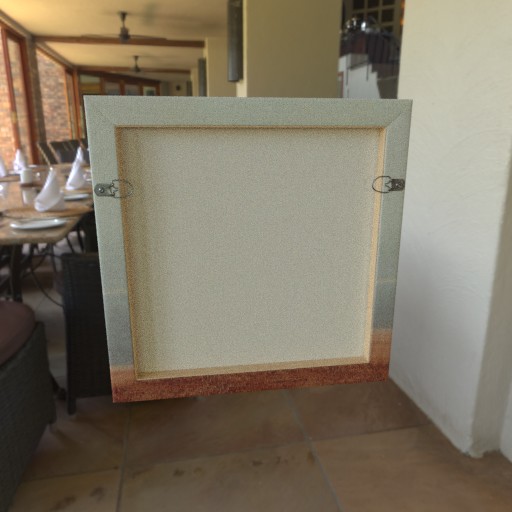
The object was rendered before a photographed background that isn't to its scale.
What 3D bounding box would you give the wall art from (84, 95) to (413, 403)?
[{"bbox_3d":[0.000,0.000,0.601,0.405,0.405,0.023,-2,15,-8],"label":"wall art"}]
